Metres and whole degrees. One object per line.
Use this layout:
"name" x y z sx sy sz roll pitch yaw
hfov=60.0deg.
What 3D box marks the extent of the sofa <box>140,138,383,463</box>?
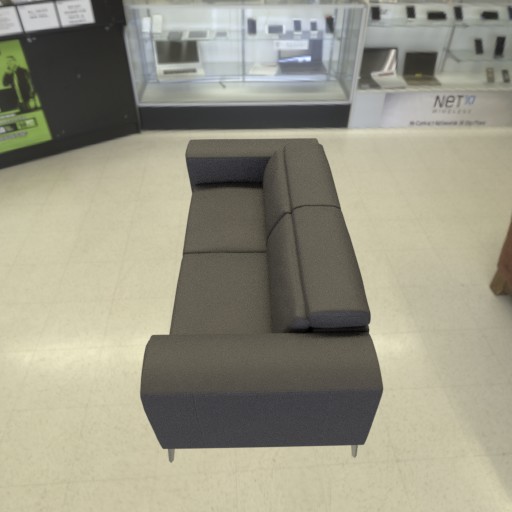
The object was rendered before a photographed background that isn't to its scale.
"sofa" 0.000 0.000 2.862 1.048 0.814 2.330 -1 41 -1
